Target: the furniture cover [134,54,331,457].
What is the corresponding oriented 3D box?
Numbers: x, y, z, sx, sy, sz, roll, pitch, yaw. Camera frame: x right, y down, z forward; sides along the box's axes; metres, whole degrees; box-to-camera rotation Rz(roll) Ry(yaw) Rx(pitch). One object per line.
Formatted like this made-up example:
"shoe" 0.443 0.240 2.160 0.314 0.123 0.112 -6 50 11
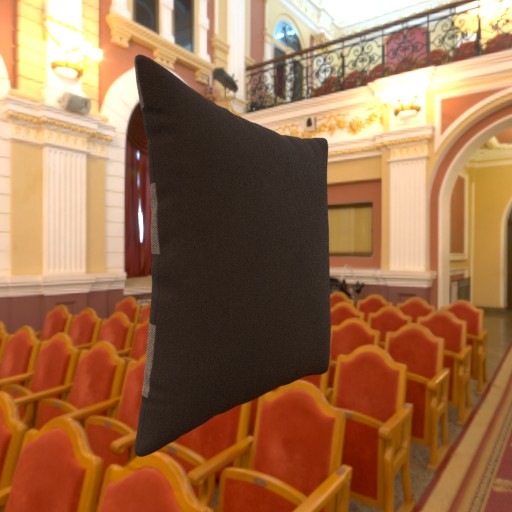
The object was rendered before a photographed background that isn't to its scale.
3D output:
"furniture cover" 0.000 0.000 0.761 0.161 0.509 0.511 0 0 36
